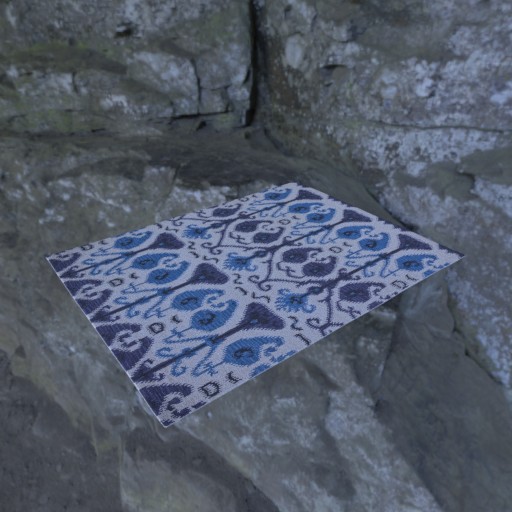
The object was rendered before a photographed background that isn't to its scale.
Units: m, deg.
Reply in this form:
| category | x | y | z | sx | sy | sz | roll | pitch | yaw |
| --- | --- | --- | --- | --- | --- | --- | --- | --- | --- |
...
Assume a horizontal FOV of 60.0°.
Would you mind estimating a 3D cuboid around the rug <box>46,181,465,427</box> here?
| category | x | y | z | sx | sy | sz | roll | pitch | yaw |
| --- | --- | --- | --- | --- | --- | --- | --- | --- | --- |
| rug | 0.000 | 0.000 | 4.258 | 3.228 | 0.024 | 2.443 | -22 | 37 | -31 |
